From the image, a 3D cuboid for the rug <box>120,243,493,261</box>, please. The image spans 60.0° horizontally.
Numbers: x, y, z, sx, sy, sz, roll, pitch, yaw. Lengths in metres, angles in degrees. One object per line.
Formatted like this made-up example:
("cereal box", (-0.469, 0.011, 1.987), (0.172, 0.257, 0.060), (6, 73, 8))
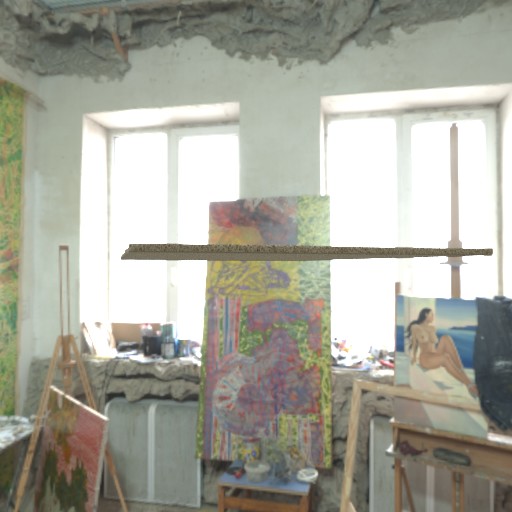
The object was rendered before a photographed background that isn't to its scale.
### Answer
("rug", (0.000, 0.000, 2.083), (1.199, 0.025, 1.600), (0, -1, -18))
